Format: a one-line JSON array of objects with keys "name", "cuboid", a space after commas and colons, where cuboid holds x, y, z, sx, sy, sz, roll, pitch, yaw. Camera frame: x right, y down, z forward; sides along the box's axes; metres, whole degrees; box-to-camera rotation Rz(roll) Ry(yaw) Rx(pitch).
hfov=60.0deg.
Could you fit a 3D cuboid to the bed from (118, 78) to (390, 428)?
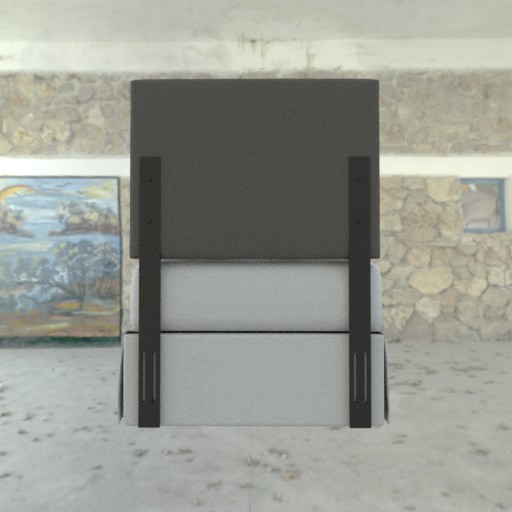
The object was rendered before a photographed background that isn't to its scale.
[{"name": "bed", "cuboid": [0.000, 0.000, 2.965, 1.261, 1.571, 1.997, 0, -1, 0]}]
